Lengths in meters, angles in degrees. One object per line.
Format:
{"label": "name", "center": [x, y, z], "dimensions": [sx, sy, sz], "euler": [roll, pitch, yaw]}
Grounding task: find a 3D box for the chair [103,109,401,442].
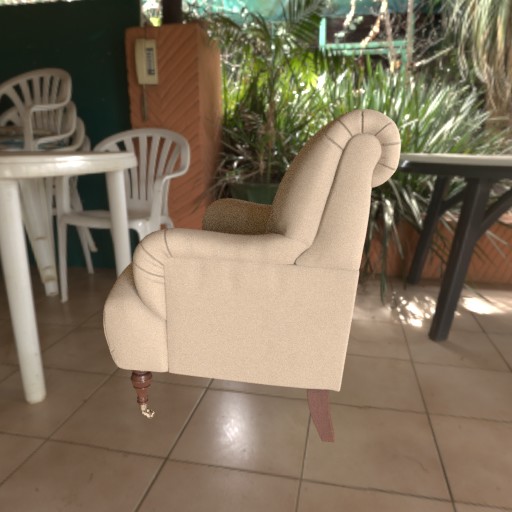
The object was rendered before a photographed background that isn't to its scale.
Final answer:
{"label": "chair", "center": [0.000, 0.000, 1.546], "dimensions": [0.842, 0.942, 0.766], "euler": [3, 15, 10]}
